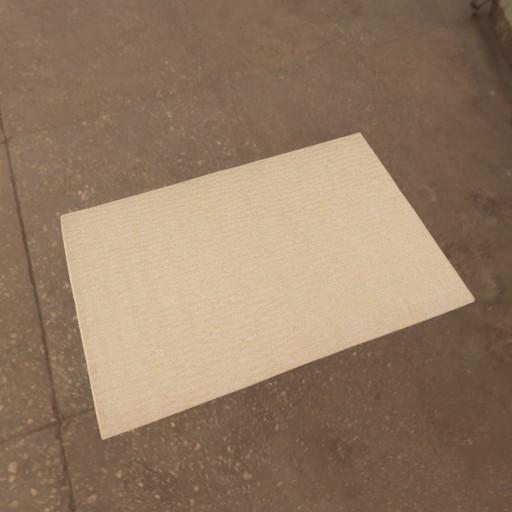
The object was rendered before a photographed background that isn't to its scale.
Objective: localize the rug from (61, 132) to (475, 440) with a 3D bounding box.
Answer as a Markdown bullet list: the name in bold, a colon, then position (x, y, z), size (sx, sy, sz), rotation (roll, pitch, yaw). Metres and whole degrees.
- **rug**: position (0.000, 0.000, 2.301), size (1.848, 0.014, 1.238), rotation (-18, 60, -10)
